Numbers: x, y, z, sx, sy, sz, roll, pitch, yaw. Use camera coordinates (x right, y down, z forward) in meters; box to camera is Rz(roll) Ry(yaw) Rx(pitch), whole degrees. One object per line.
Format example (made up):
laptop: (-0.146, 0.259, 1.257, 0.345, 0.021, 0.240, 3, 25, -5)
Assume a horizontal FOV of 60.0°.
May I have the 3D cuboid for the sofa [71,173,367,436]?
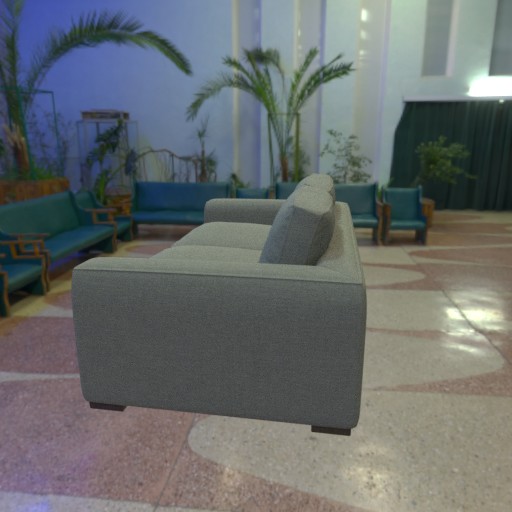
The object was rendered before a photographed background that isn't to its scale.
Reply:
sofa: (0.000, 0.000, 2.424, 1.069, 0.800, 1.920, 3, 15, 9)
